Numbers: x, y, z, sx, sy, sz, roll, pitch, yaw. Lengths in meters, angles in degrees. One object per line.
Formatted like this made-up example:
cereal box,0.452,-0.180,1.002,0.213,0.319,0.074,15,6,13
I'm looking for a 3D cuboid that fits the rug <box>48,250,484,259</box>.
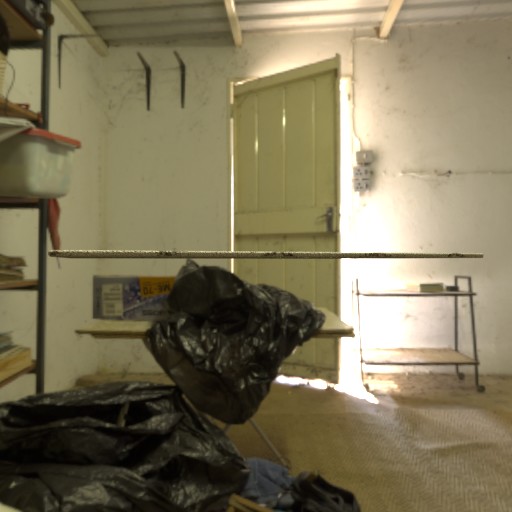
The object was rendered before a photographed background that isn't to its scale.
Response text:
rug,0.000,0.000,3.022,2.438,0.030,1.524,0,-1,-20
